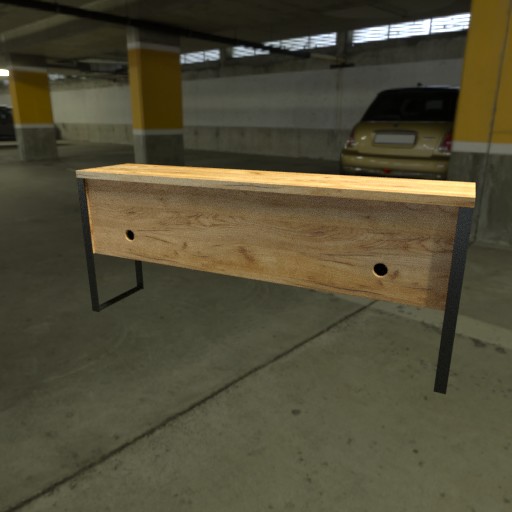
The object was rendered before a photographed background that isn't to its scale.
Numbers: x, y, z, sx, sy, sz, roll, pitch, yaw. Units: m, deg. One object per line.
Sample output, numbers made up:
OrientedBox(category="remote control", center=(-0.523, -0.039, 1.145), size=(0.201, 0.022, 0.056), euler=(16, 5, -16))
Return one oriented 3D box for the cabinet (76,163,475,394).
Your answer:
OrientedBox(category="cabinet", center=(0.000, 0.000, 2.125), size=(1.800, 0.762, 0.395), euler=(8, 19, 24))
